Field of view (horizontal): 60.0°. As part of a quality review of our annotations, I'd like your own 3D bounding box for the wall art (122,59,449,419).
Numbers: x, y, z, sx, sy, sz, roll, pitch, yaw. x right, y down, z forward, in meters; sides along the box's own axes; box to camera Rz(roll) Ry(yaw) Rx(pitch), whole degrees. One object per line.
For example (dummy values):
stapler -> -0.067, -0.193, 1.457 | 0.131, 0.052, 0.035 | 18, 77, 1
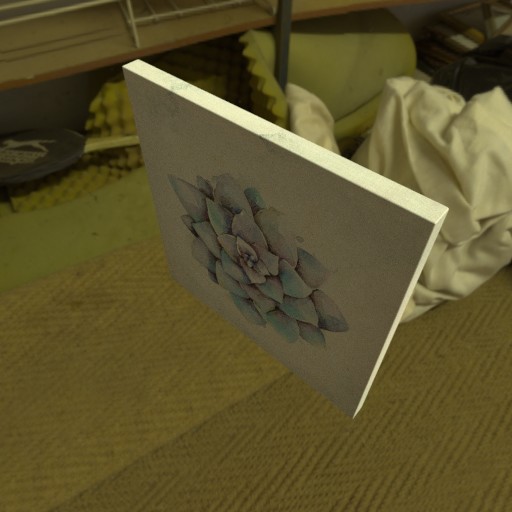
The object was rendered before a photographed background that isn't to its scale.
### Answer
wall art -> 0.000, 0.000, 0.905 | 0.612, 0.612, 0.040 | 34, 57, 26
